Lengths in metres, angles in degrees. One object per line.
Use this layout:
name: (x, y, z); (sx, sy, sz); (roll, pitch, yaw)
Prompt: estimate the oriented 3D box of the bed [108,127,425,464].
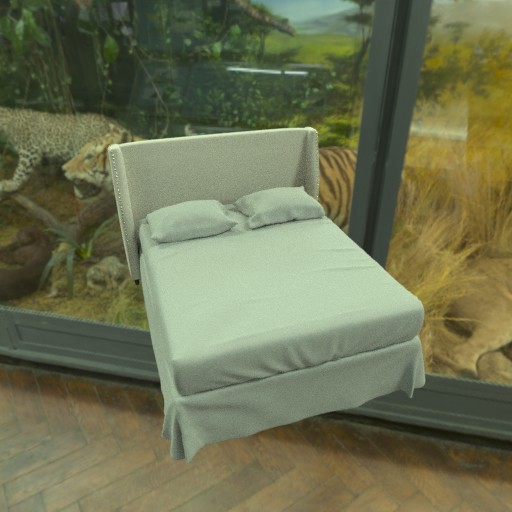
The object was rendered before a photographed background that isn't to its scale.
bed: (0.000, 0.000, 3.436); (1.925, 1.332, 2.276); (-10, 32, -16)
